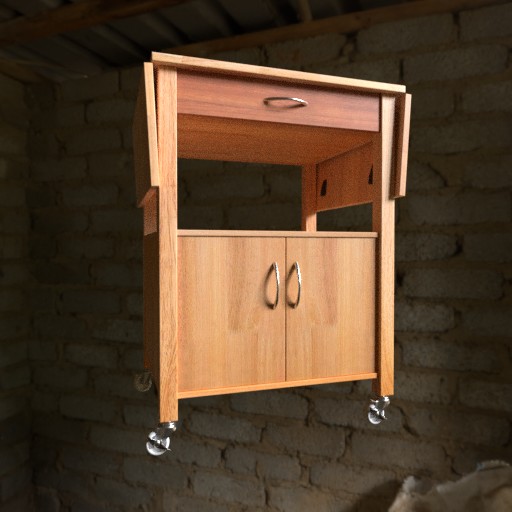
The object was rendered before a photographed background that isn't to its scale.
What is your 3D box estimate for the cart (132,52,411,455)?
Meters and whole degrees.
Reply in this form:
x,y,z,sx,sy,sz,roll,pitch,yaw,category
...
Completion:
x,y,z,sx,sy,sz,roll,pitch,yaw,category
0.000,0.000,1.237,0.640,0.838,0.508,0,1,-18,cart
